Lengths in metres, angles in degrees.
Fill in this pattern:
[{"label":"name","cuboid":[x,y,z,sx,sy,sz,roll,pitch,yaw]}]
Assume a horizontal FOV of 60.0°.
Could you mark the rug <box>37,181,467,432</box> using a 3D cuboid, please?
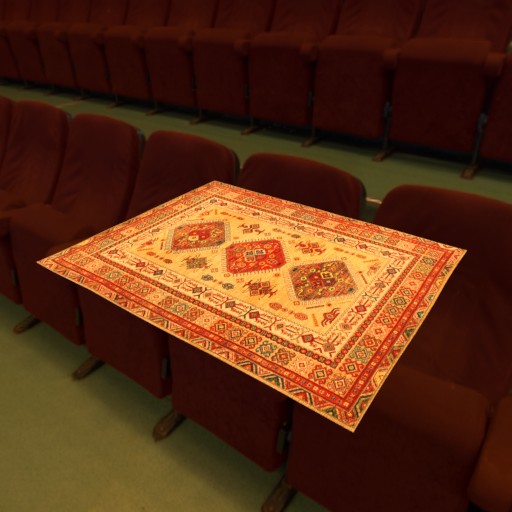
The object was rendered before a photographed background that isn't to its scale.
[{"label":"rug","cuboid":[0.000,0.000,4.033,3.067,0.005,2.460,20,36,30]}]
